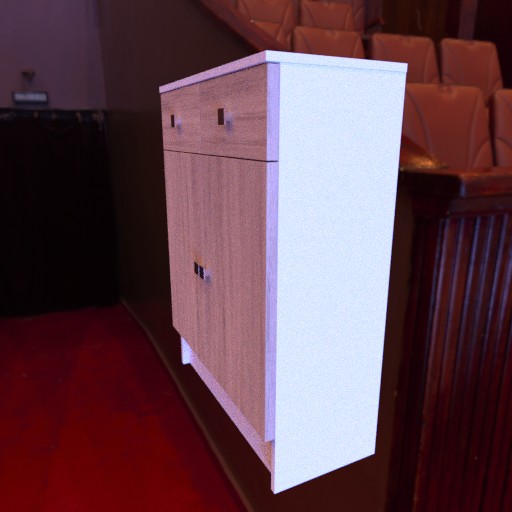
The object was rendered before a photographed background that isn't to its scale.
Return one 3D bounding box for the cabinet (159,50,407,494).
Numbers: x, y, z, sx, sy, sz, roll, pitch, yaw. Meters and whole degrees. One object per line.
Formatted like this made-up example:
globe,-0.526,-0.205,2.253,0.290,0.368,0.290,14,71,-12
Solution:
cabinet,0.000,0.000,1.084,0.296,0.815,0.600,-8,17,-26
